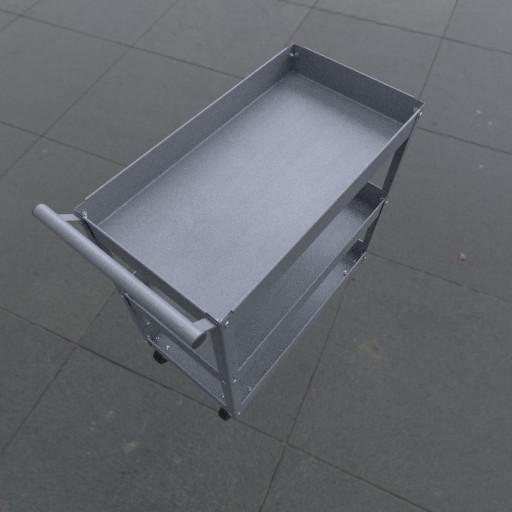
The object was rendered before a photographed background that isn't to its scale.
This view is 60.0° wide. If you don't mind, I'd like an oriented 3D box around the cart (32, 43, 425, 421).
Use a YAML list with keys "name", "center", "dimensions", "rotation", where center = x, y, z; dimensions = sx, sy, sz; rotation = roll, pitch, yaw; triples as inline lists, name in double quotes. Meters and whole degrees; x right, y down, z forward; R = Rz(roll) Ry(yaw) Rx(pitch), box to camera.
- name: "cart"
  center: [0.000, 0.000, 1.137]
  dimensions: [0.366, 0.780, 0.719]
  rotation: [34, 63, 20]
